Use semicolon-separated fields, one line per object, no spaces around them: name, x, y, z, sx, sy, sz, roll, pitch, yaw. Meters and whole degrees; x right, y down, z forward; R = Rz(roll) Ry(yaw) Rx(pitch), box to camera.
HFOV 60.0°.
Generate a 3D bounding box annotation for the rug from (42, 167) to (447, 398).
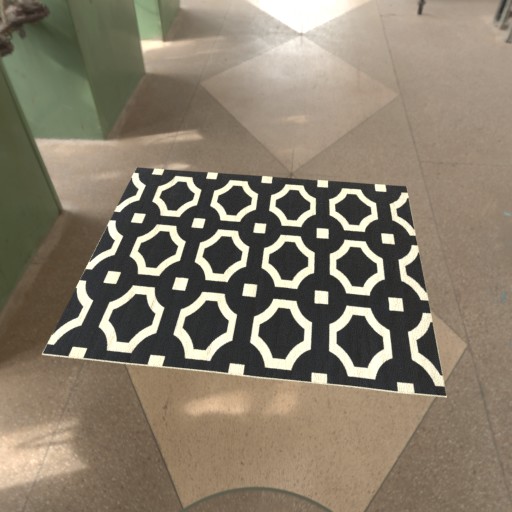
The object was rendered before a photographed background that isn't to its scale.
rug;0.000;0.000;4.139;3.049;0.021;2.466;5;47;4
